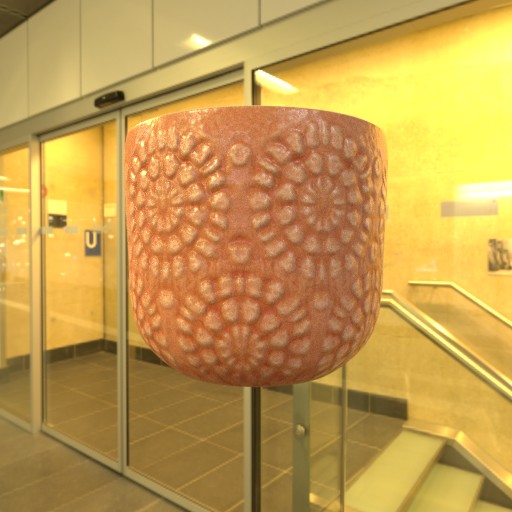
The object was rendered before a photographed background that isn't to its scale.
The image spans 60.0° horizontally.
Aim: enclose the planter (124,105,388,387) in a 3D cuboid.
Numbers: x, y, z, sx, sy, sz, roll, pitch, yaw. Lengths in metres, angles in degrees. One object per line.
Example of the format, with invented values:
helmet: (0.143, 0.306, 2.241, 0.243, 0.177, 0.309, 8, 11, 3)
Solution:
planter: (0.000, 0.000, 0.218, 0.124, 0.109, 0.124, 0, 1, 0)
